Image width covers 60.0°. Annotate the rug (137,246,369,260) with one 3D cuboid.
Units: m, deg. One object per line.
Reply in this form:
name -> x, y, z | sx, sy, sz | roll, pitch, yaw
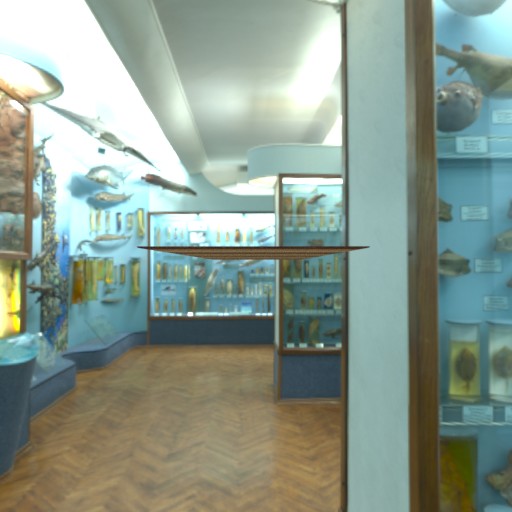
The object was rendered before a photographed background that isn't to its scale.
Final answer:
rug -> 0.000, 0.000, 2.724 | 0.792, 0.006, 2.437 | 0, -1, 0
